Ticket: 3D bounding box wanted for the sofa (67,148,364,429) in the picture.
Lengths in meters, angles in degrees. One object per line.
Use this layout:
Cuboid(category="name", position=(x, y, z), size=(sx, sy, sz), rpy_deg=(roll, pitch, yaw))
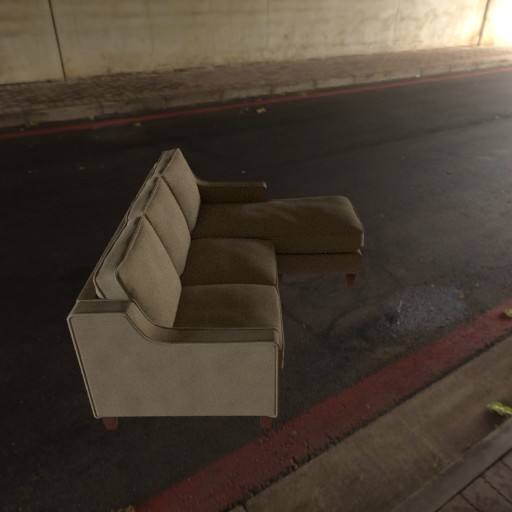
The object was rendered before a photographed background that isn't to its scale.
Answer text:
Cuboid(category="sofa", position=(0.000, 0.000, 3.313), size=(1.858, 1.066, 2.317), rpy_deg=(0, 30, -1))
